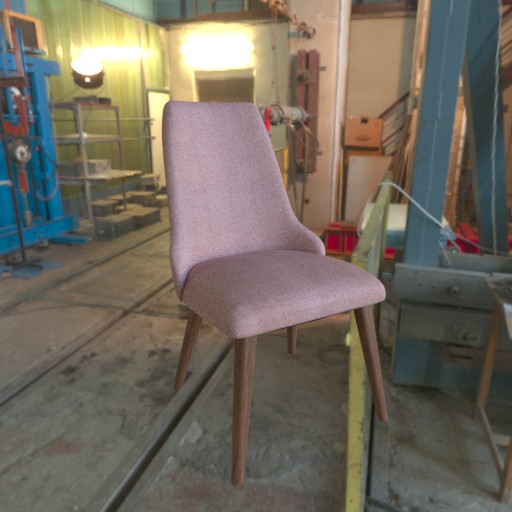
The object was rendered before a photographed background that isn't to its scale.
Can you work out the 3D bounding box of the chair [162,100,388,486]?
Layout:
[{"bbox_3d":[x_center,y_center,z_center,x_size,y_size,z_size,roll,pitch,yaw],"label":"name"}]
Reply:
[{"bbox_3d":[0.000,0.000,1.361,0.535,0.918,0.707,-9,19,-28],"label":"chair"}]
